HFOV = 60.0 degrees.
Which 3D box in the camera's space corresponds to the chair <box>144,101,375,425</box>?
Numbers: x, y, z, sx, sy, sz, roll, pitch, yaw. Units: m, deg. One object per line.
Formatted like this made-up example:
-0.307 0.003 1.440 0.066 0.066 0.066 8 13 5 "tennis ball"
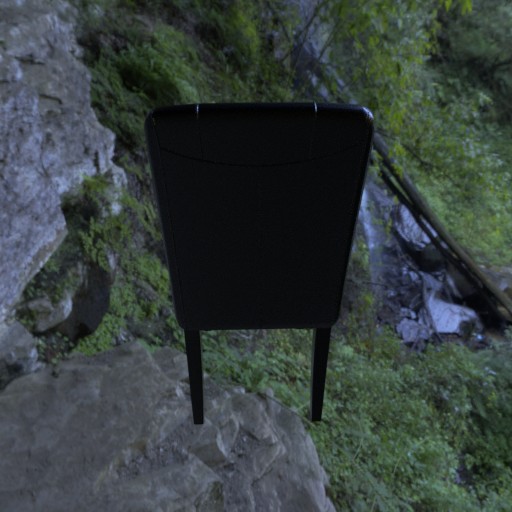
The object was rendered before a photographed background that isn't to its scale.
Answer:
0.000 0.000 1.193 0.399 0.897 0.556 -1 30 -2 "chair"
